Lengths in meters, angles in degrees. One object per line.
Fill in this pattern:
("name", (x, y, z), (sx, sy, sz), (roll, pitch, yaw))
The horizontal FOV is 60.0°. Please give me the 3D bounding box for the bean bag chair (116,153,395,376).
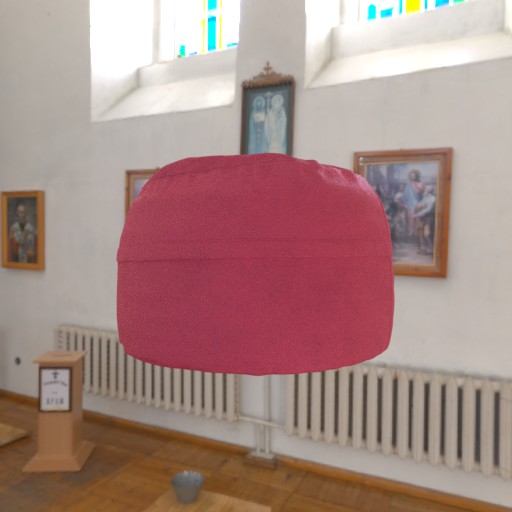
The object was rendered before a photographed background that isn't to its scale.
("bean bag chair", (0.000, 0.000, 2.030), (1.218, 0.788, 1.218), (0, 0, 0))
